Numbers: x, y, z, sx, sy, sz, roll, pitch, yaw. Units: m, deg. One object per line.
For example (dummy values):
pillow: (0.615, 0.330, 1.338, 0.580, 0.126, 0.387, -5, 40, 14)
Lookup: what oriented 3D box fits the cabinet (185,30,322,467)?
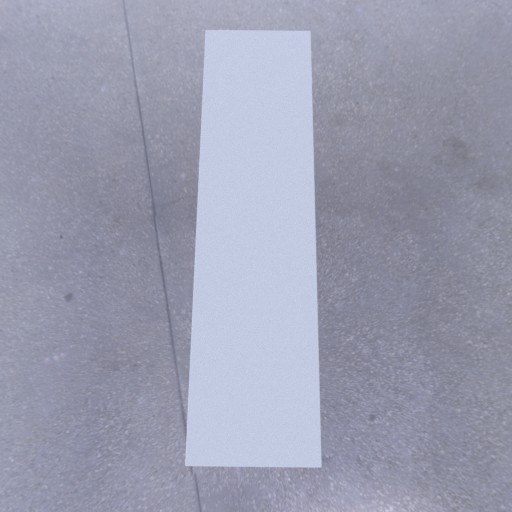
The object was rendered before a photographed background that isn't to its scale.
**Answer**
cabinet: (0.000, 0.000, 1.853, 0.380, 0.900, 1.450, 1, 75, 0)
